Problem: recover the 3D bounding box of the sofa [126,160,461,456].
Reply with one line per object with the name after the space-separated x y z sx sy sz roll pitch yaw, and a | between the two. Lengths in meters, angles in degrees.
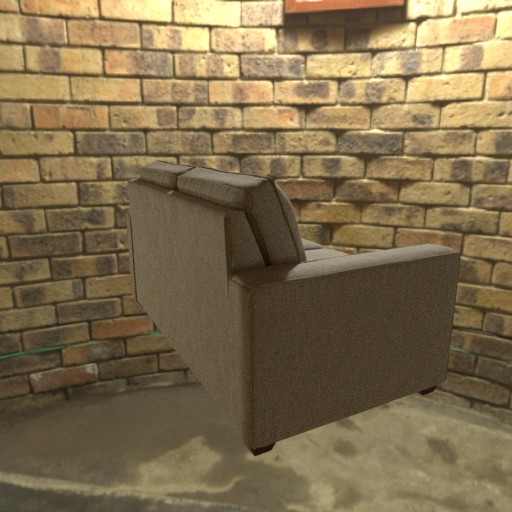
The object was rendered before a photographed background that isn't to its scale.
0.000 0.000 2.248 0.945 0.915 1.706 -8 17 -27 | sofa
